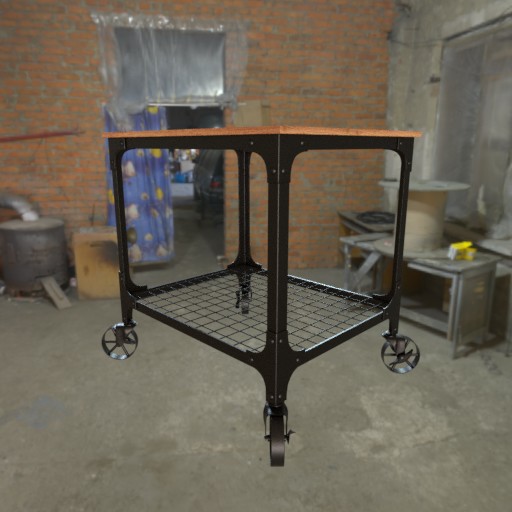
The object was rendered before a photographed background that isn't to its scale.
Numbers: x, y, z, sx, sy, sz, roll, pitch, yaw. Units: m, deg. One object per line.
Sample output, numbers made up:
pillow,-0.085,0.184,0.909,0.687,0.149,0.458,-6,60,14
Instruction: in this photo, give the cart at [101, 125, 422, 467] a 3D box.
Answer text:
cart,0.000,0.000,1.121,0.558,0.603,0.666,-14,20,-43
